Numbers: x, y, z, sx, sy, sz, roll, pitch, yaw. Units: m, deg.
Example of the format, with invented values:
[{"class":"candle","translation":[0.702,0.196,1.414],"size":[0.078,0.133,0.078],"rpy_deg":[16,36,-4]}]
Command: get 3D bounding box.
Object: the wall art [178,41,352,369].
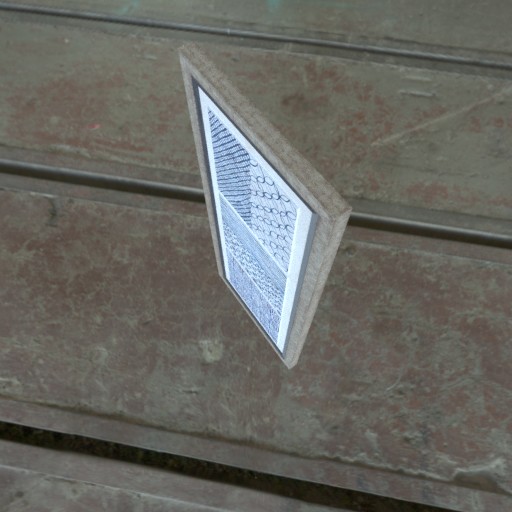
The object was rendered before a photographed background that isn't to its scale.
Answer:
[{"class":"wall art","translation":[0.000,0.000,1.715],"size":[0.051,1.461,0.648],"rpy_deg":[-32,68,-15]}]
